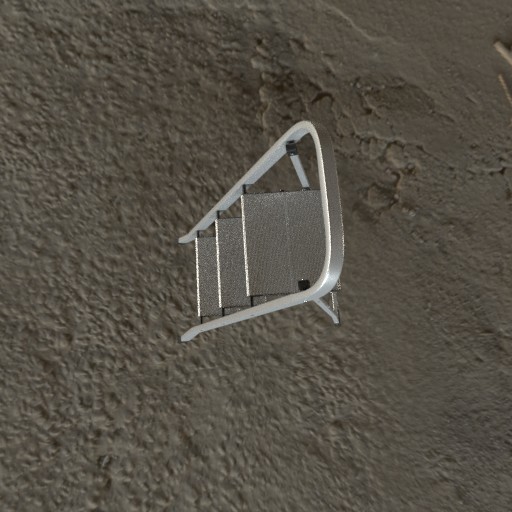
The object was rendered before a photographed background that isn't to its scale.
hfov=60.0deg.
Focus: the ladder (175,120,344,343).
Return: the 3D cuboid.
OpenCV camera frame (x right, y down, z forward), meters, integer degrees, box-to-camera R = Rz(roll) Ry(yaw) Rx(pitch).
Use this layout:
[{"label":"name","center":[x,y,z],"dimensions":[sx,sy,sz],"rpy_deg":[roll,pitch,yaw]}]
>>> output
[{"label":"ladder","center":[0.000,0.000,1.439],"dimensions":[0.704,1.070,0.465],"rpy_deg":[-4,76,-1]}]
